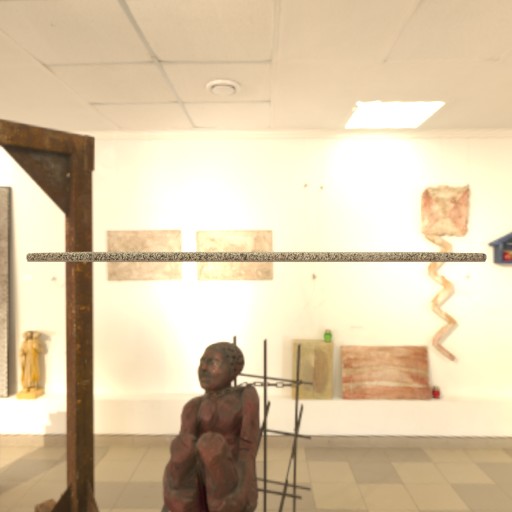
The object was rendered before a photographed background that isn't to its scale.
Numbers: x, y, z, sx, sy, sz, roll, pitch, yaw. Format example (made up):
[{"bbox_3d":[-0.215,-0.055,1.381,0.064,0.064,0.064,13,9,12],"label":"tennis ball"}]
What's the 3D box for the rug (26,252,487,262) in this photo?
[{"bbox_3d":[0.000,0.000,1.759,1.524,0.030,0.609,0,1,1],"label":"rug"}]
